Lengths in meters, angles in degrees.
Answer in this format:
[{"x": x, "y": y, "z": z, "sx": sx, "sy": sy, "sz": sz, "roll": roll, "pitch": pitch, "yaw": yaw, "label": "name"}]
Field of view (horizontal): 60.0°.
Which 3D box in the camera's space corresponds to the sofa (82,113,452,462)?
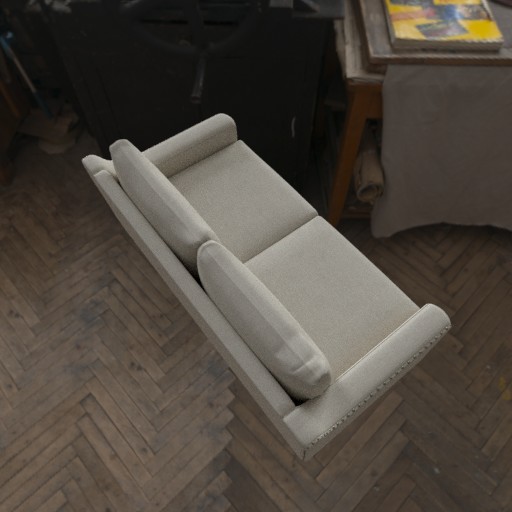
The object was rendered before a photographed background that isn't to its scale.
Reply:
[{"x": 0.000, "y": 0.000, "z": 2.736, "sx": 1.104, "sy": 0.983, "sz": 2.107, "roll": -33, "pitch": 64, "yaw": -19, "label": "sofa"}]
